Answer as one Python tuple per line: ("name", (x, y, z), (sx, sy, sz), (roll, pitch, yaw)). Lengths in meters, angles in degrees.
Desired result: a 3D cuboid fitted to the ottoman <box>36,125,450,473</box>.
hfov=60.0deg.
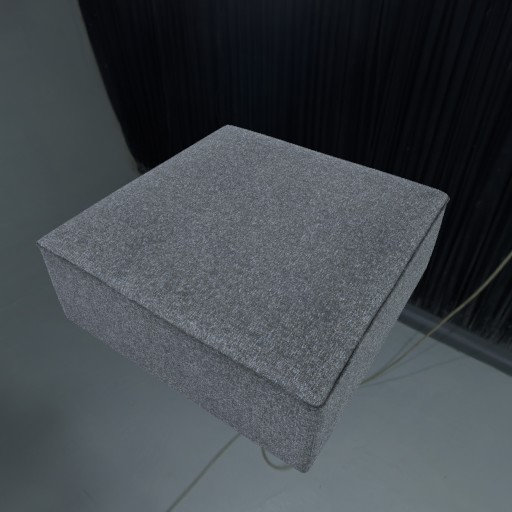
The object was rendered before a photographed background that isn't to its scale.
("ottoman", (0.000, 0.000, 1.580), (1.021, 0.423, 1.017), (25, 47, 25))
